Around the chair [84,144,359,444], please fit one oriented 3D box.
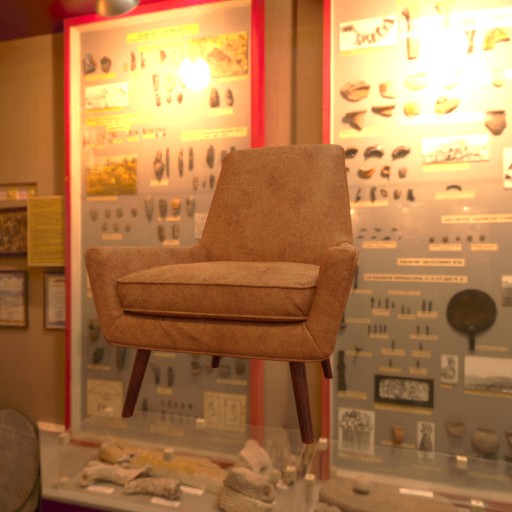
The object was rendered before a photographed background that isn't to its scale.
[{"bbox_3d":[0.000,0.000,1.503,0.753,0.883,0.851,0,1,18],"label":"chair"}]
